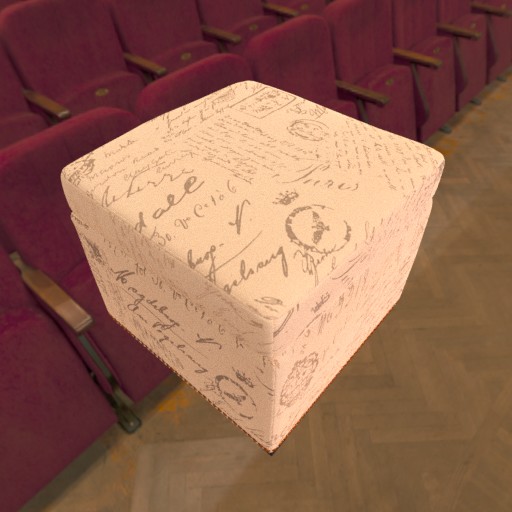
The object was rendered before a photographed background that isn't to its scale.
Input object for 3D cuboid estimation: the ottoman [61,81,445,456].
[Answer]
[{"bbox_3d":[0.000,0.000,0.832,0.450,0.457,0.449,31,53,28],"label":"ottoman"}]
